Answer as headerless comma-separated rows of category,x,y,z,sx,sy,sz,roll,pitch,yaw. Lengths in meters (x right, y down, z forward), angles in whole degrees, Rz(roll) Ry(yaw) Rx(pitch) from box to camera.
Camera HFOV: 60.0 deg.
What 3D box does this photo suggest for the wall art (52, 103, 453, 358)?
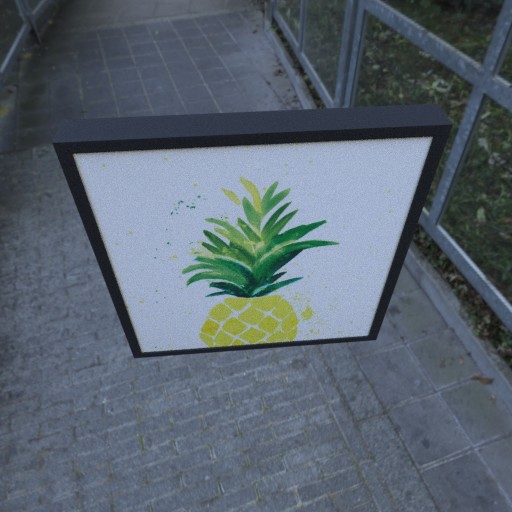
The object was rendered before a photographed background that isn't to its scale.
wall art,0.000,0.000,0.457,0.305,0.304,0.033,-4,46,-3
